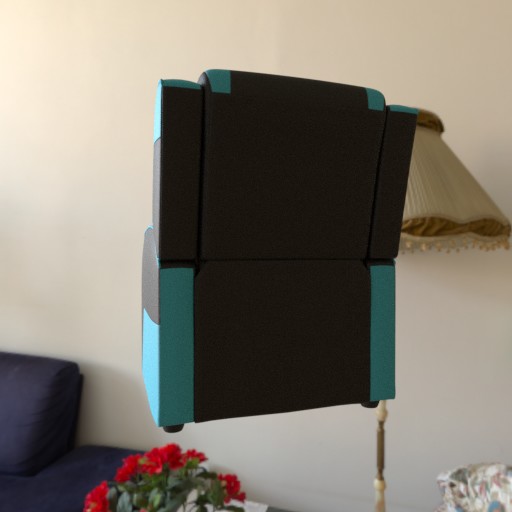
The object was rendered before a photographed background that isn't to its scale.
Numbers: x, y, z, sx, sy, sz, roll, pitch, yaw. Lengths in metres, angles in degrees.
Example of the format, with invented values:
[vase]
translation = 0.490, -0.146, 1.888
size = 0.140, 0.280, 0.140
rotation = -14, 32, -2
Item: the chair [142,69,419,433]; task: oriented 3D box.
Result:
[chair]
translation = 0.000, 0.000, 1.285
size = 0.620, 0.805, 0.672
rotation = 0, 1, -18
